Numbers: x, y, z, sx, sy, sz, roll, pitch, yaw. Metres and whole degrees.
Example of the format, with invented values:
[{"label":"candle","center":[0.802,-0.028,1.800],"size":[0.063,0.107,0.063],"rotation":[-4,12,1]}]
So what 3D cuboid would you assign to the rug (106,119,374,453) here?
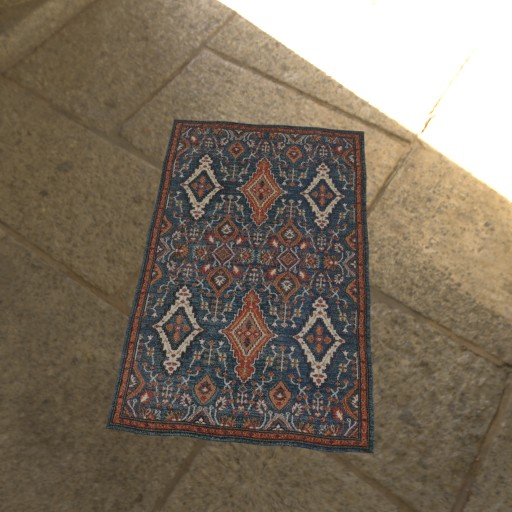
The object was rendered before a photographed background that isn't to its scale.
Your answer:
[{"label":"rug","center":[0.000,0.000,4.301],"size":[2.190,0.008,3.371],"rotation":[4,64,2]}]
